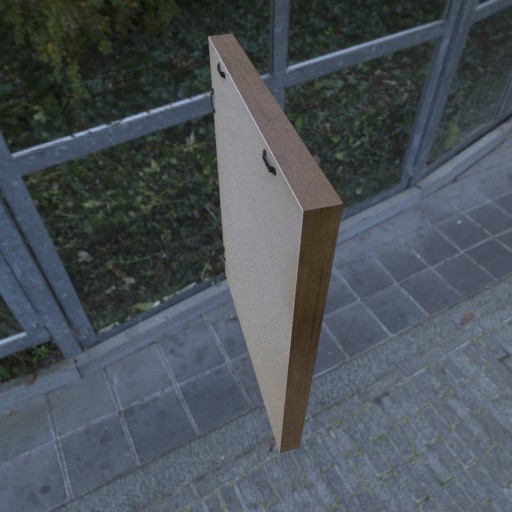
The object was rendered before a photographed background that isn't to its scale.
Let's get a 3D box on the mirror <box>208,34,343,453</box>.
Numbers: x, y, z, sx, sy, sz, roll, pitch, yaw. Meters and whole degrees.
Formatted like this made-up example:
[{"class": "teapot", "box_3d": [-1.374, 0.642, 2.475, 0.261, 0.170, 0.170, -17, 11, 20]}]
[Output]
[{"class": "mirror", "box_3d": [0.000, 0.000, 0.680, 0.041, 0.508, 0.405, -11, 46, -11]}]
